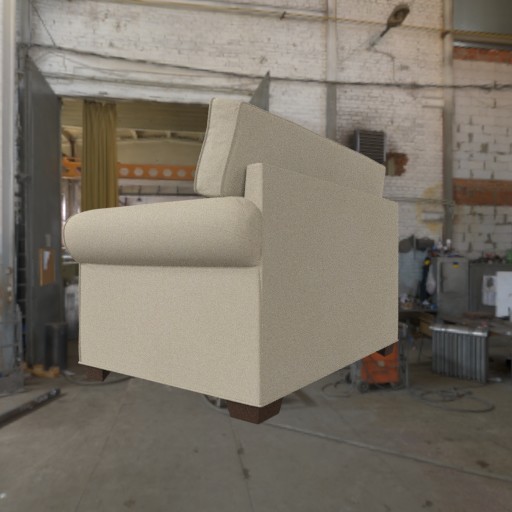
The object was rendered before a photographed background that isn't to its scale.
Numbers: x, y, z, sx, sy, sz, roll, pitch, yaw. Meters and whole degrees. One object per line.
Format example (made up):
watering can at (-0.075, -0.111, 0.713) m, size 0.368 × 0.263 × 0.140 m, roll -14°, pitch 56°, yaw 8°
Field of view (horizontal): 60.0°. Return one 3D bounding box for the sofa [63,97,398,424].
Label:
sofa at (0.000, 0.000, 2.068) m, size 0.937 × 1.006 × 1.405 m, roll 0°, pitch 0°, yaw 36°
